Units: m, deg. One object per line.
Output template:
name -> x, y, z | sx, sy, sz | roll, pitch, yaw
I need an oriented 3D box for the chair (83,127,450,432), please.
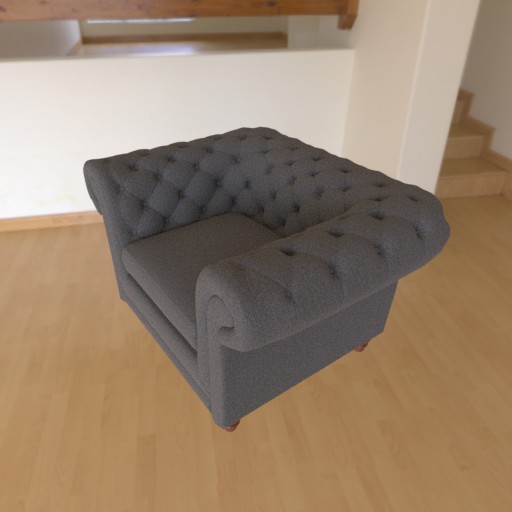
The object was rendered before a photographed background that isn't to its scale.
chair -> 0.000, 0.000, 1.906 | 0.976, 0.770, 1.270 | -22, 39, -30
